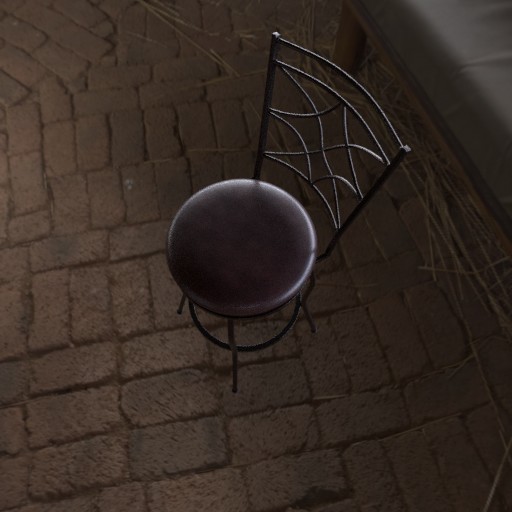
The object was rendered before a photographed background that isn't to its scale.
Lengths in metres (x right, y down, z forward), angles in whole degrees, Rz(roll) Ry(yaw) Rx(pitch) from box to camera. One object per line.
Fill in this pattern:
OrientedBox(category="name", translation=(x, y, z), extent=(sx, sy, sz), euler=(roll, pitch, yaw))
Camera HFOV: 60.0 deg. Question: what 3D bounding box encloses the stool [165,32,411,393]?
OrientedBox(category="stool", translation=(0.000, 0.000, 1.393), extent=(0.534, 1.117, 0.434), euler=(-34, 68, -15))
